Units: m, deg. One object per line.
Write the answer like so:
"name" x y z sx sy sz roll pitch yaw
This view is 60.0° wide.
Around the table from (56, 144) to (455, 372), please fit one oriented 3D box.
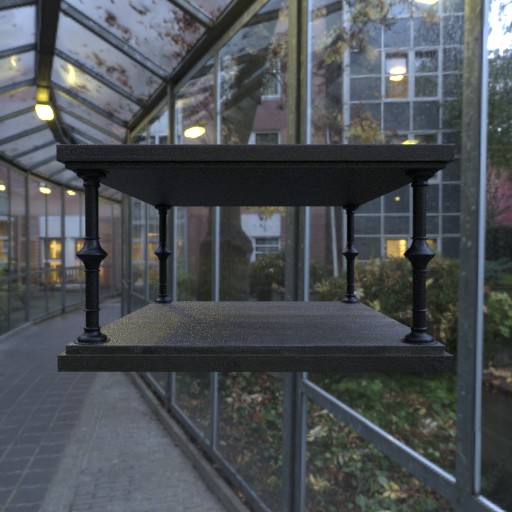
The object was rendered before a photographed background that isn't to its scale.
"table" 0.000 0.000 1.125 0.696 0.400 0.696 0 1 0
